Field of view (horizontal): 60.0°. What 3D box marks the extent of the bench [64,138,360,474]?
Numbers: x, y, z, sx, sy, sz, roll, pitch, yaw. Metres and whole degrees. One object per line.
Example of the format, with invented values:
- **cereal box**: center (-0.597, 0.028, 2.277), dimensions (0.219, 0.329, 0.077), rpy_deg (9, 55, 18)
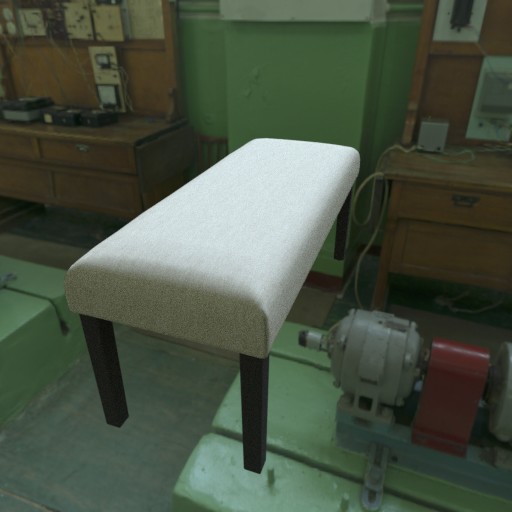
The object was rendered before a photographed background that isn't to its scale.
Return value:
- **bench**: center (0.000, 0.000, 1.260), dimensions (0.407, 0.456, 1.013), rpy_deg (10, 30, 17)
